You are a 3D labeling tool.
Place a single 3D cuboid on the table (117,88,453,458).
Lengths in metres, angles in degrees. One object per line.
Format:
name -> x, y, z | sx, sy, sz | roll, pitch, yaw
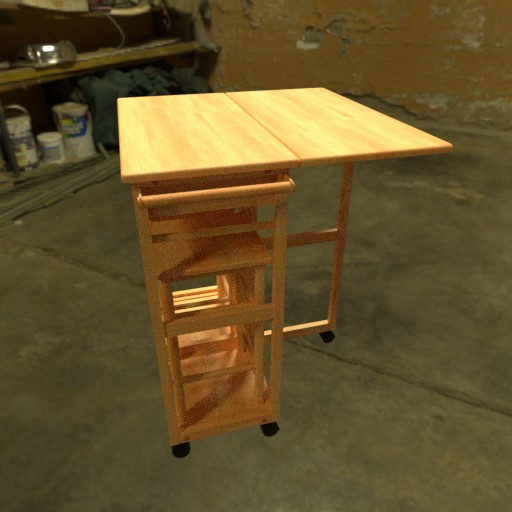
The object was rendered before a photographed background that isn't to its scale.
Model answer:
table -> 0.000, 0.000, 1.364 | 0.693, 0.832, 0.752 | -8, 31, -13
